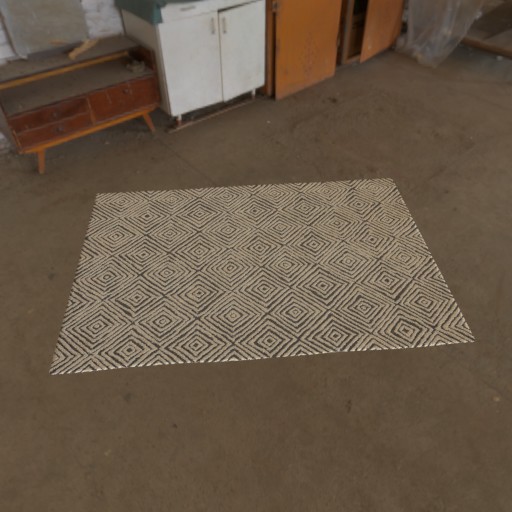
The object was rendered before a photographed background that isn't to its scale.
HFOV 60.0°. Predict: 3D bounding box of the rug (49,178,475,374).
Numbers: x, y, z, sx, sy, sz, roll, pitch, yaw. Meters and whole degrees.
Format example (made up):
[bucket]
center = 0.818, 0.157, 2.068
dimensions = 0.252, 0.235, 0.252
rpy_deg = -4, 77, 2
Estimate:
[rug]
center = 0.000, 0.000, 2.216
dimensions = 1.750, 0.004, 1.177
rpy_deg = -4, 46, -4
